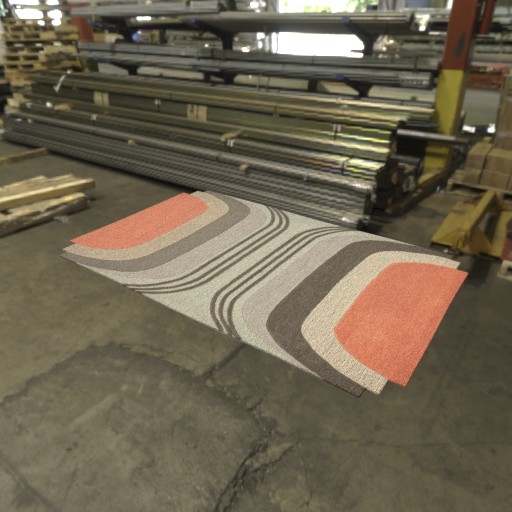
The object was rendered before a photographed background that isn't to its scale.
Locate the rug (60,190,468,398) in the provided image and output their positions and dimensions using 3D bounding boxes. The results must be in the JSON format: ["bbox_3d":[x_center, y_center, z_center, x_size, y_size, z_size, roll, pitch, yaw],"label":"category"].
[{"bbox_3d":[0.000,0.000,2.982,2.446,0.017,1.530,19,34,31],"label":"rug"}]
